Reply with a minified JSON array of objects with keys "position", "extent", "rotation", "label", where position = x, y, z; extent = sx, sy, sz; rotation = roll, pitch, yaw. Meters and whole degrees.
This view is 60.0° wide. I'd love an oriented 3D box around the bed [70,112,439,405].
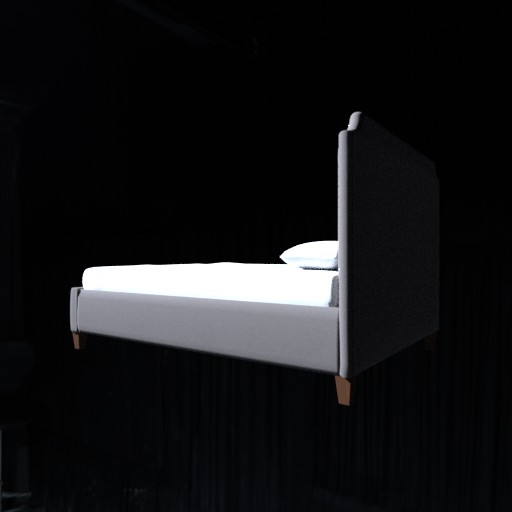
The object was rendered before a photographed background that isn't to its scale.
[{"position":[0.000,0.000,3.446],"extent":[2.372,1.443,1.713],"rotation":[0,0,35],"label":"bed"}]
